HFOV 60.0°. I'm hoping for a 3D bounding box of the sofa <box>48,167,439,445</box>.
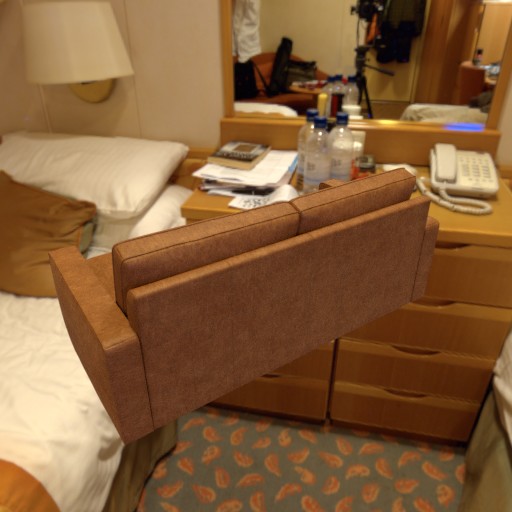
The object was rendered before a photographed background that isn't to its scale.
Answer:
[{"bbox_3d":[0.000,0.000,2.644,2.156,0.928,0.991,-18,34,-30],"label":"sofa"}]
